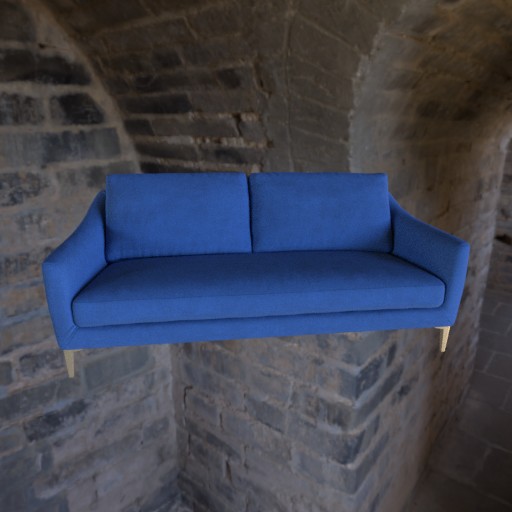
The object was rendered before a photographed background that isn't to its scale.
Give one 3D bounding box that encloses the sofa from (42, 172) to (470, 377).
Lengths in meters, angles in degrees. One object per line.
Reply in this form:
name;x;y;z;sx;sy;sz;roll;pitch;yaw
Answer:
sofa;0.000;0.000;2.543;2.036;0.903;0.960;-2;16;-7
